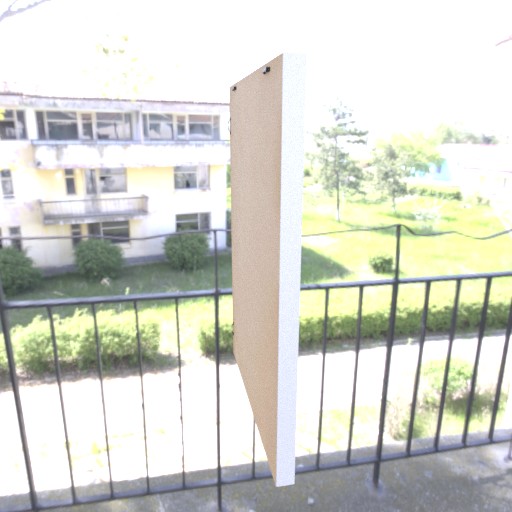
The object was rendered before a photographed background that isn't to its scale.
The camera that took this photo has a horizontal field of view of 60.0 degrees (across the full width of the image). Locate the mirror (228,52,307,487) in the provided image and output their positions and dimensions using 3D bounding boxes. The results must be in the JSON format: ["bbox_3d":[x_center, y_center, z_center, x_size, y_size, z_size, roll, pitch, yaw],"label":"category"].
[{"bbox_3d":[0.000,0.000,0.931,0.039,0.710,0.507,-3,16,-11],"label":"mirror"}]
